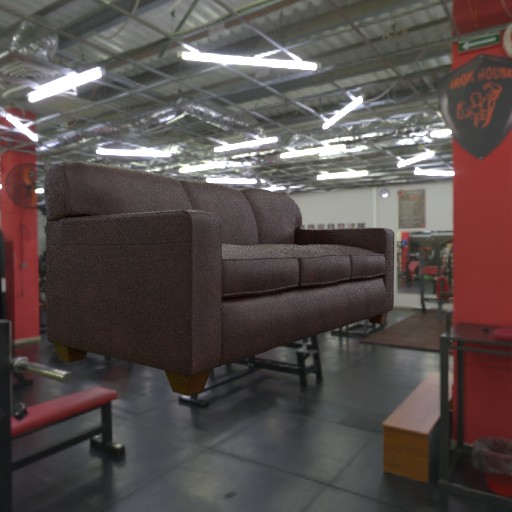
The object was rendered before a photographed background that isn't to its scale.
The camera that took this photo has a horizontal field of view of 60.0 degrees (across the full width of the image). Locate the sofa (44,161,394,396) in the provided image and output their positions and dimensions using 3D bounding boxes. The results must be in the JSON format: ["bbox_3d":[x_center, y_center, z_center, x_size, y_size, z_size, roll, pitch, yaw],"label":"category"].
[{"bbox_3d":[0.000,0.000,2.581,1.008,0.953,2.039,1,1,37],"label":"sofa"}]
